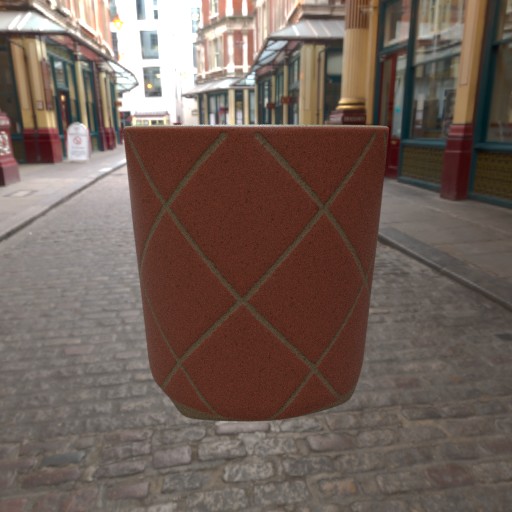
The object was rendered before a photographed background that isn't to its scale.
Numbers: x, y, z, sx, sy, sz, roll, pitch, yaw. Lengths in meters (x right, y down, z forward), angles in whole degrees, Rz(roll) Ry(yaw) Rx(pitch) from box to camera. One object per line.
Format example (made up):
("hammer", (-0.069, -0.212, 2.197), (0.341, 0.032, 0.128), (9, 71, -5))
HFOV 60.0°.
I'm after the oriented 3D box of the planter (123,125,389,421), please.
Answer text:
("planter", (0.000, 0.000, 0.357), (0.191, 0.200, 0.191), (0, 16, 0))
